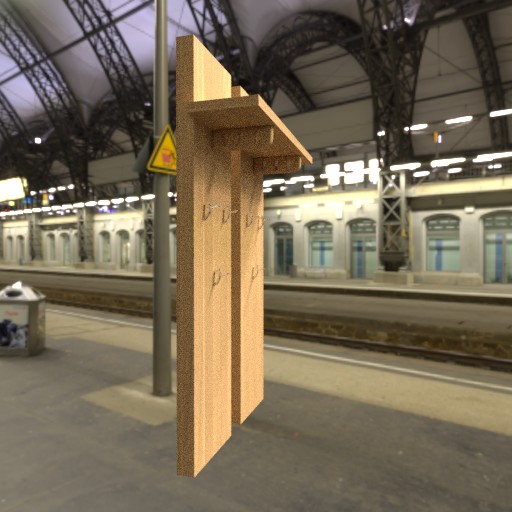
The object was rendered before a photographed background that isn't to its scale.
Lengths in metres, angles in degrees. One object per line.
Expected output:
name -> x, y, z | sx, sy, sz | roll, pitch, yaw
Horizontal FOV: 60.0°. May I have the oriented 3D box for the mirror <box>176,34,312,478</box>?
mirror -> 0.000, 0.000, 1.564 | 0.260, 1.250, 0.800 | 0, 1, 17
